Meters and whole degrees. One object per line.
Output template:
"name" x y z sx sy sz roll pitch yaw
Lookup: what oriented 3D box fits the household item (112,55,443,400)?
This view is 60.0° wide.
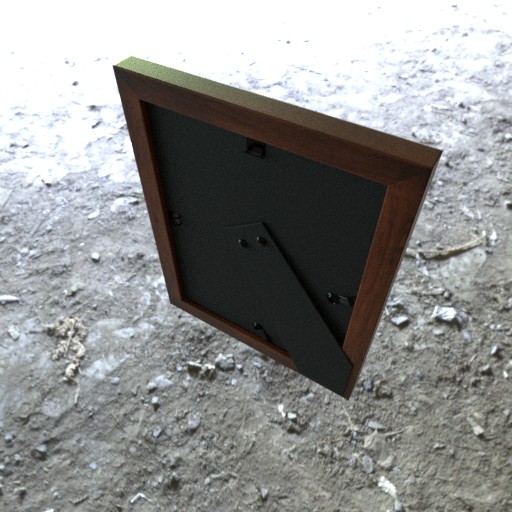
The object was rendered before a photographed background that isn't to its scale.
"household item" 0.000 0.000 0.336 0.200 0.250 0.020 25 53 21
